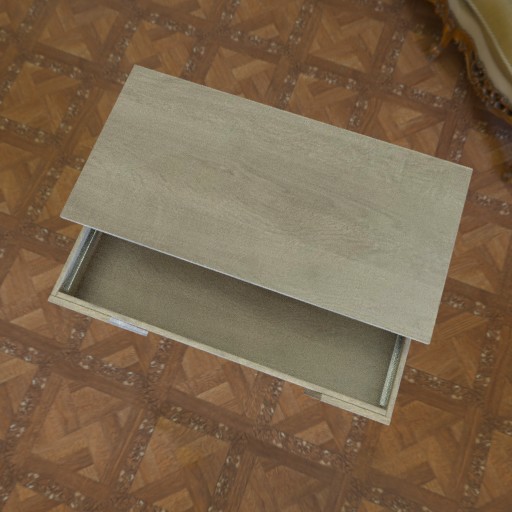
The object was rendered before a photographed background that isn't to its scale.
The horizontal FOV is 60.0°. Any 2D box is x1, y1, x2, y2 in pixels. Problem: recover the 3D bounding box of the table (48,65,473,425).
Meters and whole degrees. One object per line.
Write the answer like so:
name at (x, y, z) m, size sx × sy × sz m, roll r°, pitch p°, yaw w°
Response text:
table at (0.000, 0.000, 1.435) m, size 1.000 × 0.570 × 0.711 m, roll 19°, pitch 76°, yaw 5°
